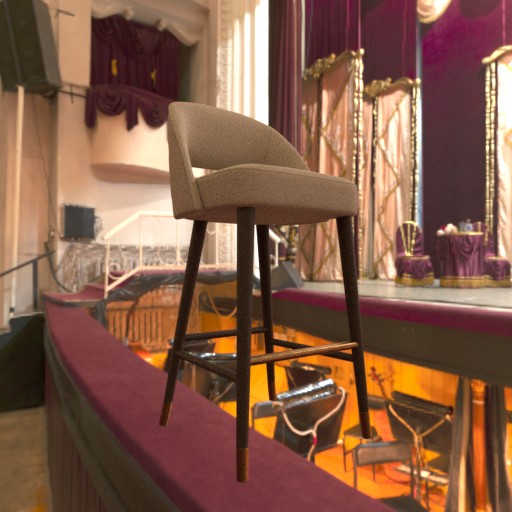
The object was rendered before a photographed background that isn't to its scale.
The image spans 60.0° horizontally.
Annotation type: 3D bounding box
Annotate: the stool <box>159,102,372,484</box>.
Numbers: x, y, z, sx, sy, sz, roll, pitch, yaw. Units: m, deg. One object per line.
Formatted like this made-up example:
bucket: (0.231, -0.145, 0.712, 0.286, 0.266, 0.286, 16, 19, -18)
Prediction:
stool: (0.000, 0.000, 1.336, 0.494, 1.037, 0.509, 1, -1, -36)
